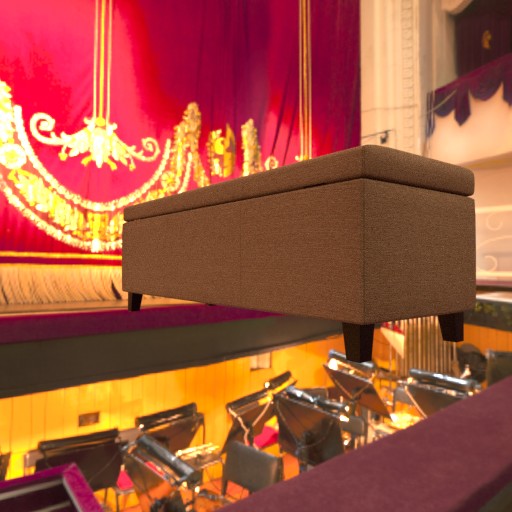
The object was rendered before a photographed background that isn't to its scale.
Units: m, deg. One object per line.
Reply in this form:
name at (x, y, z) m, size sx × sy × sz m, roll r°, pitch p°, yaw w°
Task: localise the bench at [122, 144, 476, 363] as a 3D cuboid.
bench at (0.000, 0.000, 1.466) m, size 0.446 × 0.438 × 1.269 m, roll 1°, pitch -1°, yaw -38°
